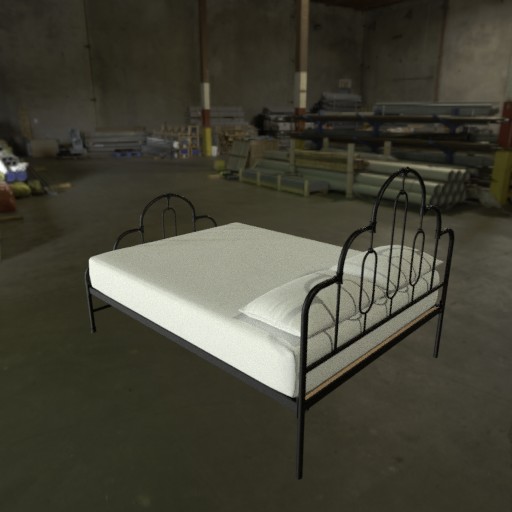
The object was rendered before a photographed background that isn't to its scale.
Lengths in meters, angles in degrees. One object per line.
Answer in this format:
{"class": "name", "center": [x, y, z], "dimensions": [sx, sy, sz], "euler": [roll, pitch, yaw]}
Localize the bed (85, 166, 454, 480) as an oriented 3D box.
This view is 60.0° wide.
{"class": "bed", "center": [0.000, 0.000, 3.216], "dimensions": [2.181, 1.444, 1.626], "euler": [17, 24, 42]}
